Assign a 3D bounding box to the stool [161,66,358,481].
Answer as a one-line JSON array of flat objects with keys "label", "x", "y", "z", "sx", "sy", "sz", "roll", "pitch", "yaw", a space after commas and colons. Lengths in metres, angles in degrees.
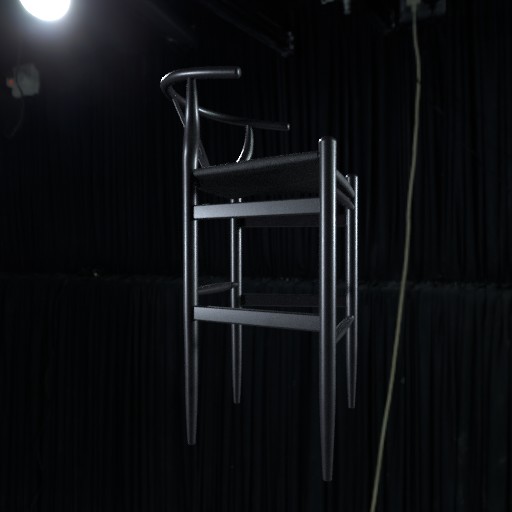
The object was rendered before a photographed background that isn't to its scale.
[{"label": "stool", "x": 0.000, "y": 0.000, "z": 1.399, "sx": 0.579, "sy": 1.072, "sz": 0.569, "roll": 0, "pitch": 0, "yaw": 18}]
